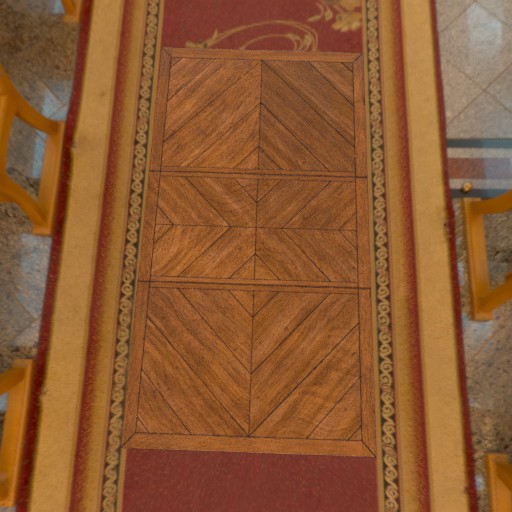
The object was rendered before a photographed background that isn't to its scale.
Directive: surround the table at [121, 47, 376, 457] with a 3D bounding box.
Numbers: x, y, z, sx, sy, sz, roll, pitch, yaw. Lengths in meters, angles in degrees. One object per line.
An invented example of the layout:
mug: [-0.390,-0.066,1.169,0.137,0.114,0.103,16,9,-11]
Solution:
table: [0.000,0.000,1.853,0.757,0.760,1.400,2,75,0]
